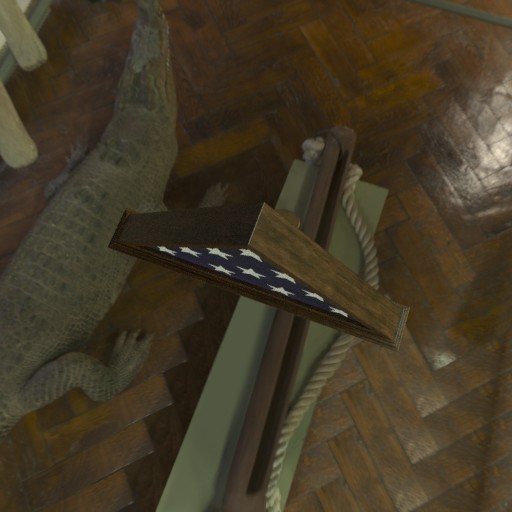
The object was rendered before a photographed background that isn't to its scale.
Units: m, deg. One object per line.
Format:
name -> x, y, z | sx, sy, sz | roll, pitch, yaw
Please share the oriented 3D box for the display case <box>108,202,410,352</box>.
display case -> 0.000, 0.000, 0.769 | 0.640, 0.340, 0.095 | 19, 76, 5
